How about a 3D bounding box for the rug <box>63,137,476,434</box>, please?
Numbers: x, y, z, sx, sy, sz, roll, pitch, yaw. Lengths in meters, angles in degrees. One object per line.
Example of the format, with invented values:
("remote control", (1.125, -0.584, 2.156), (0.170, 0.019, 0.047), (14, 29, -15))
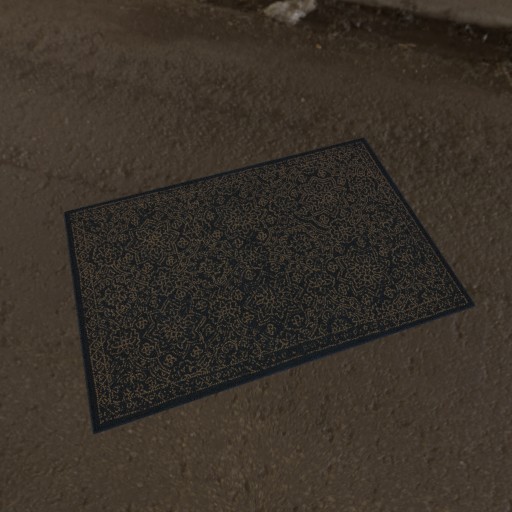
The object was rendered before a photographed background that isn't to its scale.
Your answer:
("rug", (0.000, 0.000, 2.286), (1.829, 0.010, 1.219), (-16, 59, -10))
